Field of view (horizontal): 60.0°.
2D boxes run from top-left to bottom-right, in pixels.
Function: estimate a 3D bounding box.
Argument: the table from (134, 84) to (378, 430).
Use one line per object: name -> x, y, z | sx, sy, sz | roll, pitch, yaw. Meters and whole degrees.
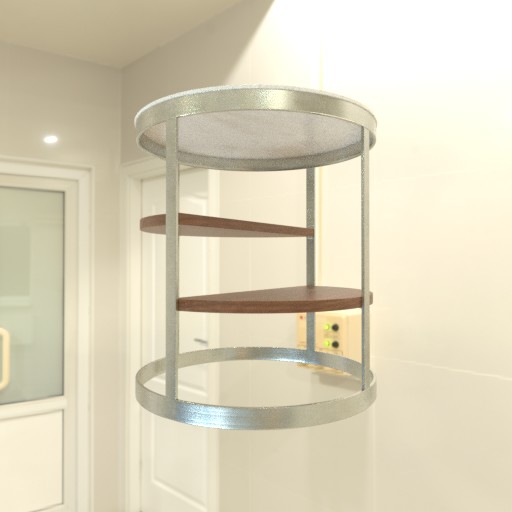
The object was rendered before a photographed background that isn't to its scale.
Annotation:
table -> 0.000, 0.000, 0.767 | 0.407, 0.447, 0.407 | 0, -1, 0
